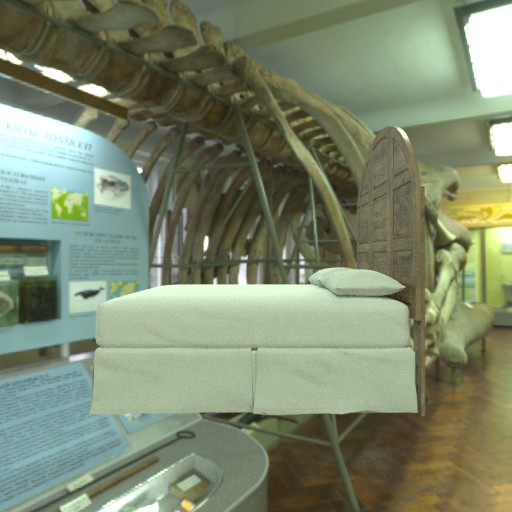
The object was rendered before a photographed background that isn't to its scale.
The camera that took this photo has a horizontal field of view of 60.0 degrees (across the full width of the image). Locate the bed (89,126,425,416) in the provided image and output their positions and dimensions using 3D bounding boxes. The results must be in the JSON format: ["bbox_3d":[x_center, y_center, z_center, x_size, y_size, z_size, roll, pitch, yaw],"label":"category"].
[{"bbox_3d":[0.000,0.000,3.555,2.112,2.002,1.713,0,0,0],"label":"bed"}]
